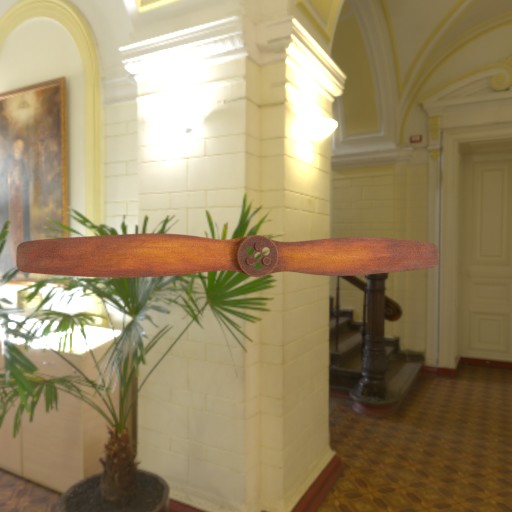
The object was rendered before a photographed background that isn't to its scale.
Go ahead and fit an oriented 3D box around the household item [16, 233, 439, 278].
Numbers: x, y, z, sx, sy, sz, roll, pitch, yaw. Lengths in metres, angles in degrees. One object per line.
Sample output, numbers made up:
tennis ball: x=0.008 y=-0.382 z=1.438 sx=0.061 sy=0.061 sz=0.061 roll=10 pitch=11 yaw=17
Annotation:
household item: x=0.000 y=0.000 z=1.213 sx=1.181 sy=0.121 sz=0.051 roll=0 pitch=2 yaw=-16
